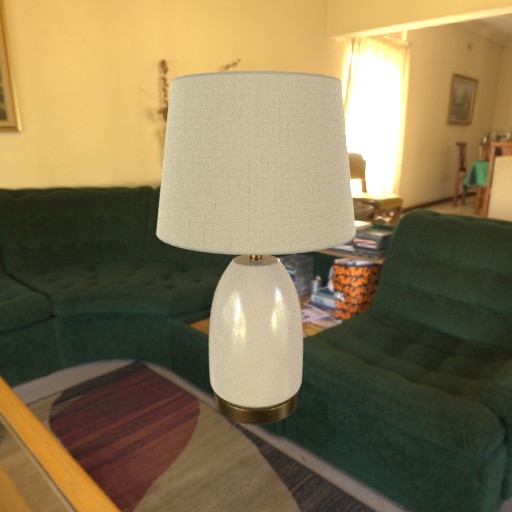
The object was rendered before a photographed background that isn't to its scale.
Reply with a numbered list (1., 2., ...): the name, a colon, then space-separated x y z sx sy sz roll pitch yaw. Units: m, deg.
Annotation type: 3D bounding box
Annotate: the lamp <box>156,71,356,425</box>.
1. lamp: 0.000 0.000 0.659 0.285 0.483 0.285 0 15 0
